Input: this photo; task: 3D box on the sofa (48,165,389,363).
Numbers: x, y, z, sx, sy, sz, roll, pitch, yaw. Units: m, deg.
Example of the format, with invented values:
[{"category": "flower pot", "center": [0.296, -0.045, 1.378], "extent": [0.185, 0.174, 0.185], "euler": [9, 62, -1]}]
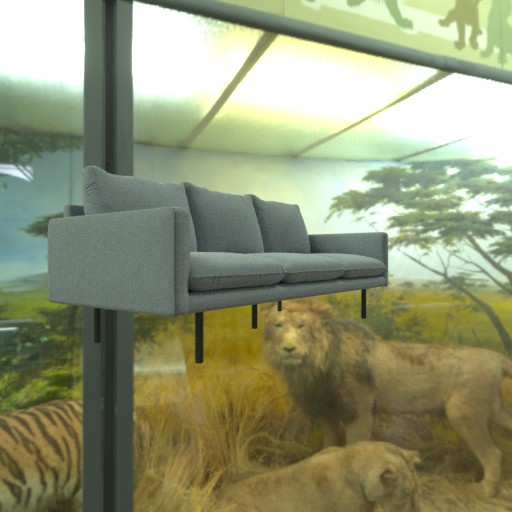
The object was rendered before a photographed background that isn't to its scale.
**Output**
[{"category": "sofa", "center": [0.000, 0.000, 2.529], "extent": [0.850, 0.830, 2.000], "euler": [0, 0, 37]}]
